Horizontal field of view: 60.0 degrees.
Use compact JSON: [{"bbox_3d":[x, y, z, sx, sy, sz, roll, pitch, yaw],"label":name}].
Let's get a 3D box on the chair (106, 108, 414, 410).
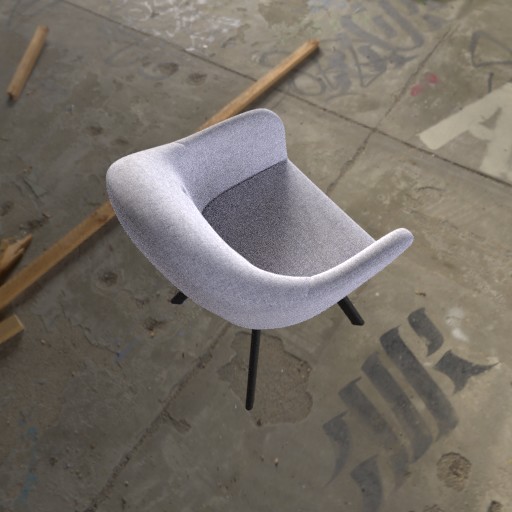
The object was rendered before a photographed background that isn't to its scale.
[{"bbox_3d":[0.000,0.000,1.160,0.570,0.780,0.540,-32,63,-19],"label":"chair"}]
